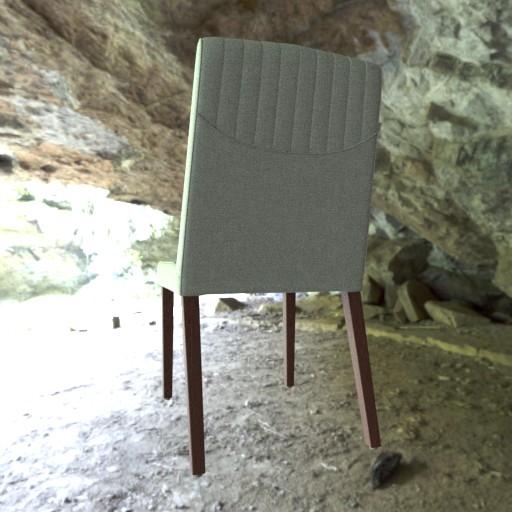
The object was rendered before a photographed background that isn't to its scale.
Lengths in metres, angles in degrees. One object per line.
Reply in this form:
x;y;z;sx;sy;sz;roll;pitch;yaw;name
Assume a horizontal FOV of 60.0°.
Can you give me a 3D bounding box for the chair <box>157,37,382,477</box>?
0.000;0.000;1.211;0.480;0.900;0.594;0;0;-18;chair
